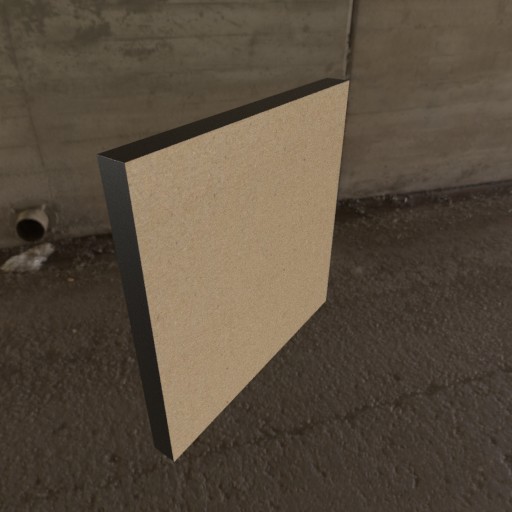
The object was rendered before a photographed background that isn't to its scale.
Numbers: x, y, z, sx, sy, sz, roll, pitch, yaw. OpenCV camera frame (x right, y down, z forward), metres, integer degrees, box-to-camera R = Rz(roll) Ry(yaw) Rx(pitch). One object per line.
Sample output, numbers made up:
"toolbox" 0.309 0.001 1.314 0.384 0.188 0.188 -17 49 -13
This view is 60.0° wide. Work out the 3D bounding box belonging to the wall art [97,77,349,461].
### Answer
"wall art" 0.000 0.000 0.487 0.029 0.318 0.327 21 38 30
